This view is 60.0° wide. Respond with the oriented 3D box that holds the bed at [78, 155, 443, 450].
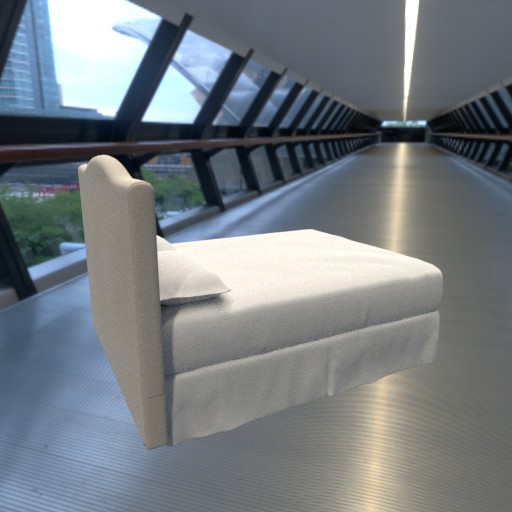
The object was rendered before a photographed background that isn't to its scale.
[{"bbox_3d":[0.000,0.000,3.229,2.143,1.460,1.753,-7,16,-27],"label":"bed"}]
